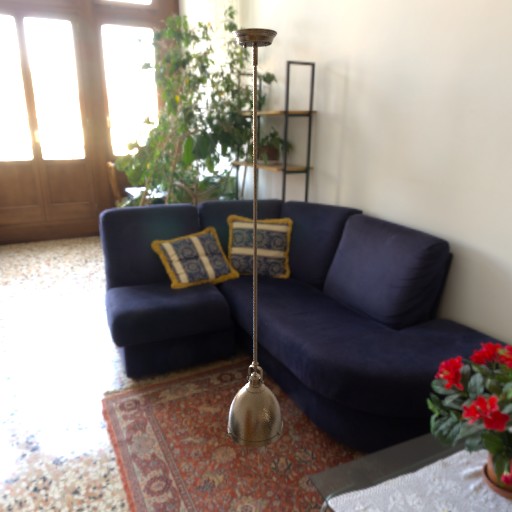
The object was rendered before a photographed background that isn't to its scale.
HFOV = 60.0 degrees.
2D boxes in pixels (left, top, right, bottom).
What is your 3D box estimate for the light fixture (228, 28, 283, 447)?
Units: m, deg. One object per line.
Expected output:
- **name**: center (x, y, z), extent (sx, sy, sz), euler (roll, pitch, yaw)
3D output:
- **light fixture**: center (0.000, 0.000, 1.496), extent (0.217, 1.367, 0.211), euler (9, 18, 27)
